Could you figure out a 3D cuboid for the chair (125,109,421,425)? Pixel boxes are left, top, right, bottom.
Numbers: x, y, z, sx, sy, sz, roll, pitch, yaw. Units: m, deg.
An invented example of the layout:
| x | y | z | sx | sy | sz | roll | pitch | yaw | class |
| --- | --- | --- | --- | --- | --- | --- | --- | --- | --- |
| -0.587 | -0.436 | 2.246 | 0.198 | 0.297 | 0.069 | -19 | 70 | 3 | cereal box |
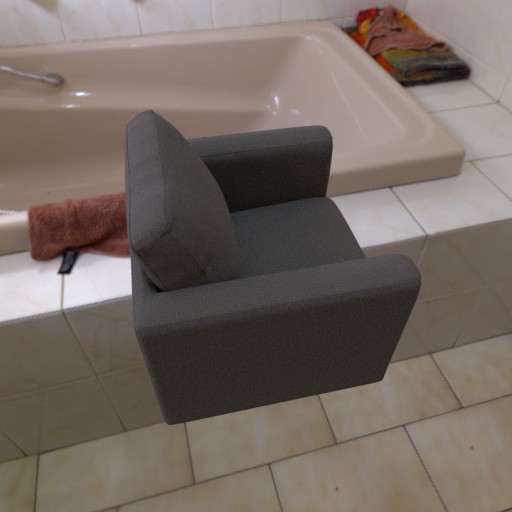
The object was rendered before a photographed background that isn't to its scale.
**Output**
| x | y | z | sx | sy | sz | roll | pitch | yaw | class |
| --- | --- | --- | --- | --- | --- | --- | --- | --- | --- |
| 0.000 | 0.000 | 1.577 | 0.800 | 0.927 | 0.854 | -9 | 47 | -9 | chair |
